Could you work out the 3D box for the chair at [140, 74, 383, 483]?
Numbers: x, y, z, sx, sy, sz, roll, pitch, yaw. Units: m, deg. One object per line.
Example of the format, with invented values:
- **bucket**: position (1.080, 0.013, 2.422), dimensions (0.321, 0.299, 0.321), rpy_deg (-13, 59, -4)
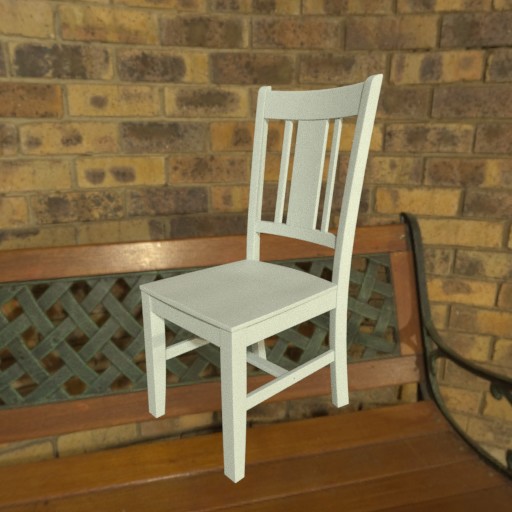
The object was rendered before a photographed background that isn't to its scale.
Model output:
- **chair**: position (0.000, 0.000, 1.298), dimensions (0.555, 0.998, 0.450), rpy_deg (-14, 21, -42)
